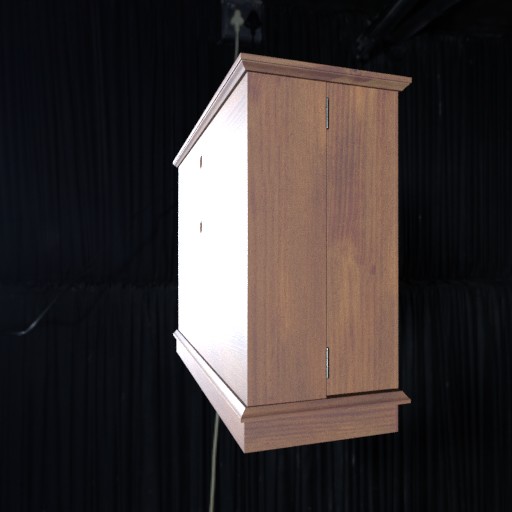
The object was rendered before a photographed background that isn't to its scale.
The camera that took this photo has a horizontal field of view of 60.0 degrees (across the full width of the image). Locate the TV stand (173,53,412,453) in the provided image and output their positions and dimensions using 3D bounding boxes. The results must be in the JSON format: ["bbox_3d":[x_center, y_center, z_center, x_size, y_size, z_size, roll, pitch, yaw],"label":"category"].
[{"bbox_3d":[0.000,0.000,1.458,0.406,0.813,1.067,0,0,-18],"label":"TV stand"}]
